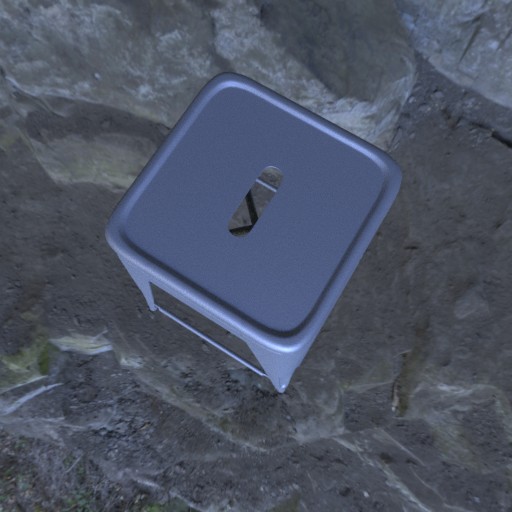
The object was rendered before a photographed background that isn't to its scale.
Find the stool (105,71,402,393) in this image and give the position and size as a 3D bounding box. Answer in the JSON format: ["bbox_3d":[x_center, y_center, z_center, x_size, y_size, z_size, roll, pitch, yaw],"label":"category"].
[{"bbox_3d":[0.000,0.000,0.868,0.406,0.610,0.406,31,78,7],"label":"stool"}]
